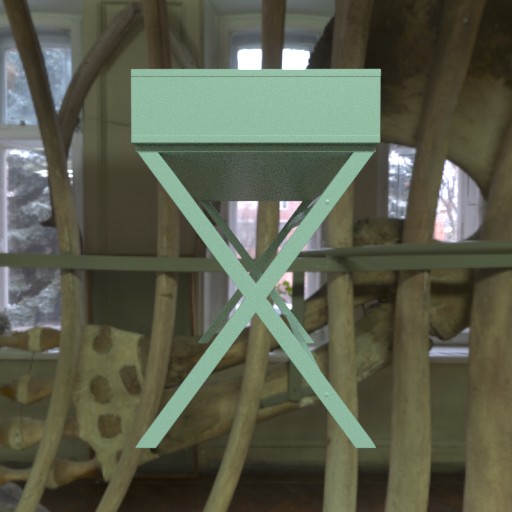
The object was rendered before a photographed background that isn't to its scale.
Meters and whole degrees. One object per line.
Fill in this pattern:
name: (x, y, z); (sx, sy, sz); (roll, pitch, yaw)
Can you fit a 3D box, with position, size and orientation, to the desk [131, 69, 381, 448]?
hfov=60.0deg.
desk: (0.000, 0.000, 1.432); (0.509, 0.780, 1.059); (0, 1, 0)
